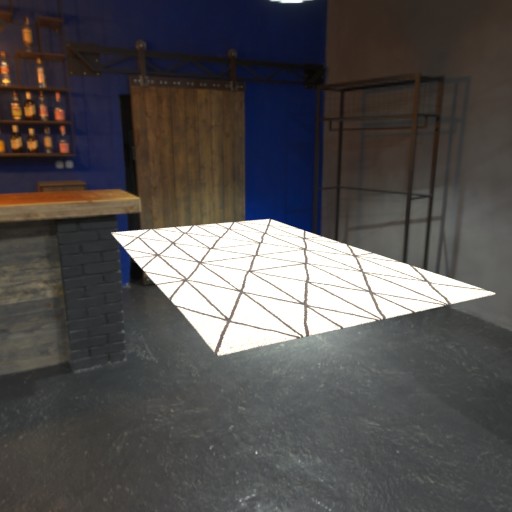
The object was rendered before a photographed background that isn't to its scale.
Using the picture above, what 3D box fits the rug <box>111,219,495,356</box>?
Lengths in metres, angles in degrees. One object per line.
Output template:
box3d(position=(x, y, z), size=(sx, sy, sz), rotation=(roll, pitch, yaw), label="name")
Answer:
box3d(position=(0.000, 0.000, 3.011), size=(1.526, 0.008, 2.465), rotation=(-7, 16, -25), label="rug")
